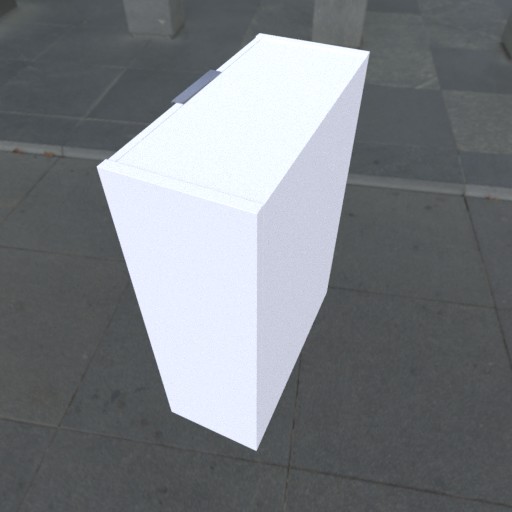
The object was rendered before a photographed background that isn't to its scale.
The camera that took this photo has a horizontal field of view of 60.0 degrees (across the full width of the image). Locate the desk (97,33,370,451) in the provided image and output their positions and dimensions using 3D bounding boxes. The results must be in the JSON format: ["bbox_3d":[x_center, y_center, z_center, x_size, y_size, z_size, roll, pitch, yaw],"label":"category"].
[{"bbox_3d":[0.000,0.000,1.589,0.390,1.190,0.850,18,49,17],"label":"desk"}]
